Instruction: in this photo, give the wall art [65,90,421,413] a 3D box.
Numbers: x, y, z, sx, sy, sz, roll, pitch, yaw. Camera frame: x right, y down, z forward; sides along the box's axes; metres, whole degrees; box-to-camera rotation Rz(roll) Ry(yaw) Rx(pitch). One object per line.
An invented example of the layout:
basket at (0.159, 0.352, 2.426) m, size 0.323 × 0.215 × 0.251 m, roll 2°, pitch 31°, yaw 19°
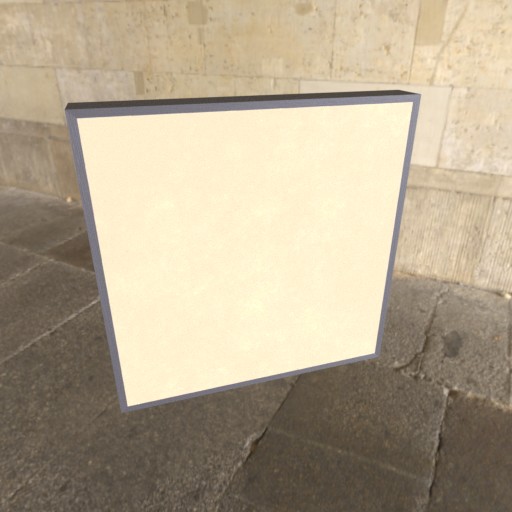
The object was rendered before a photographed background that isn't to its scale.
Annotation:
wall art at (0.000, 0.000, 0.444) m, size 0.302 × 0.300 × 0.036 m, roll -8°, pitch 28°, yaw -15°
